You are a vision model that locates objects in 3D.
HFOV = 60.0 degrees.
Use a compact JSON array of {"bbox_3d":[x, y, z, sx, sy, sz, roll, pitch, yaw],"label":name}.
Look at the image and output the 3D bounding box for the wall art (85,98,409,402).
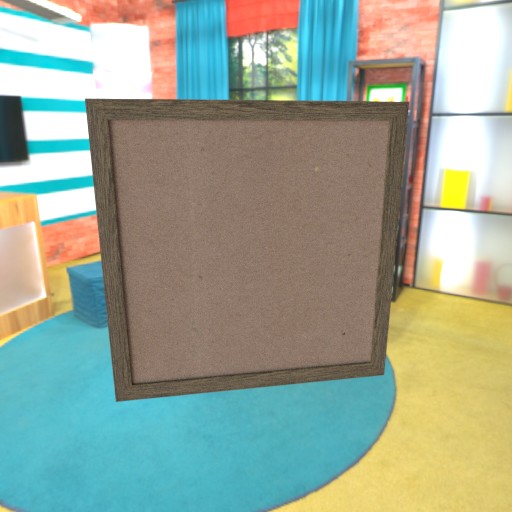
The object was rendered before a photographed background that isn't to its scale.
[{"bbox_3d":[0.000,0.000,0.766,0.508,0.508,0.019,-3,17,-10],"label":"wall art"}]
